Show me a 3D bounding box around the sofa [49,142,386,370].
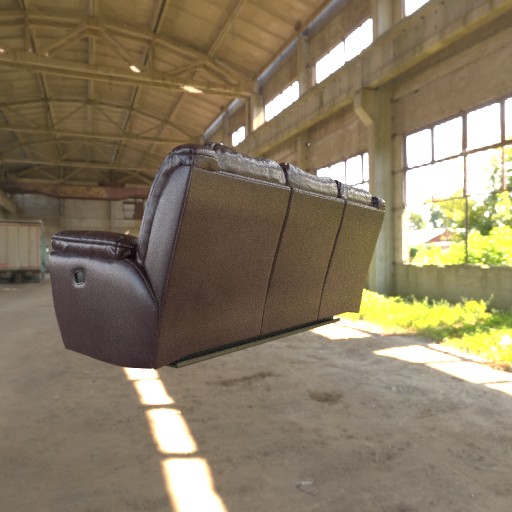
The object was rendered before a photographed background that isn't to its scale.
[{"bbox_3d":[0.000,0.000,2.891,0.991,1.043,2.337,0,0,35],"label":"sofa"}]
